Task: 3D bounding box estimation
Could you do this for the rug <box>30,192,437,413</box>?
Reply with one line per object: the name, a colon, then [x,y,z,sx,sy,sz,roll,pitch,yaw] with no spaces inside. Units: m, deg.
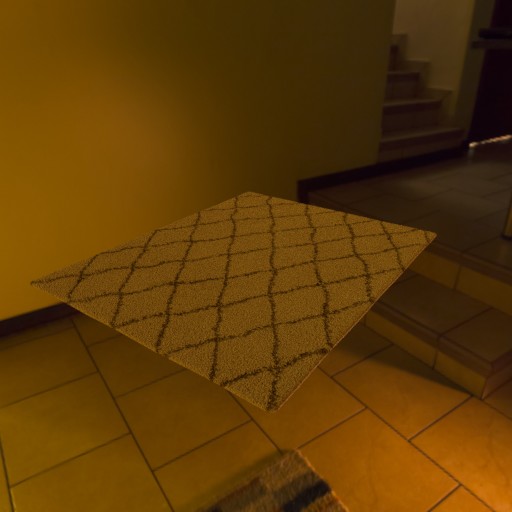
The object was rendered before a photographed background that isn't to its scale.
rug: [0.000,0.000,4.127,2.438,0.029,3.047,18,31,32]
